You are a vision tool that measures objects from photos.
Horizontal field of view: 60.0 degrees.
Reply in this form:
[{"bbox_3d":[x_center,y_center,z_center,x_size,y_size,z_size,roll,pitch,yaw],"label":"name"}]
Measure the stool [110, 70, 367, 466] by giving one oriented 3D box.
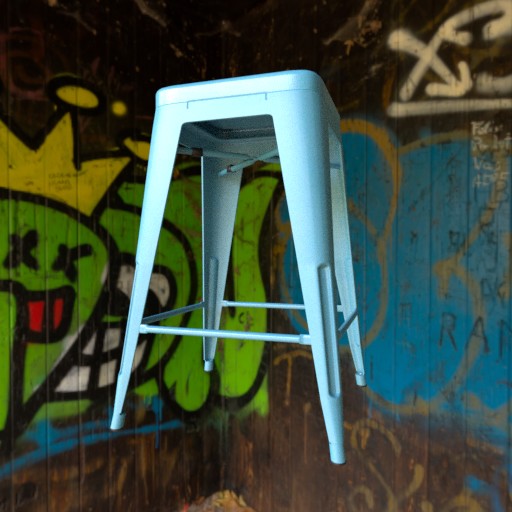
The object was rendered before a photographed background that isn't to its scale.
[{"bbox_3d":[0.000,0.000,0.897,0.410,0.608,0.410,0,1,18],"label":"stool"}]
